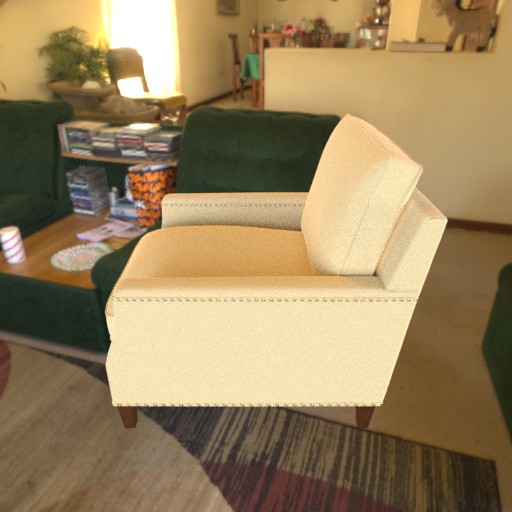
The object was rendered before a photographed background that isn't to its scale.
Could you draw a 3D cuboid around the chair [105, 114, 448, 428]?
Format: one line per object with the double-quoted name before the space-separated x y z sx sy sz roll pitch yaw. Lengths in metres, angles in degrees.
"chair" 0.000 0.000 1.685 1.014 0.943 0.853 0 27 0
